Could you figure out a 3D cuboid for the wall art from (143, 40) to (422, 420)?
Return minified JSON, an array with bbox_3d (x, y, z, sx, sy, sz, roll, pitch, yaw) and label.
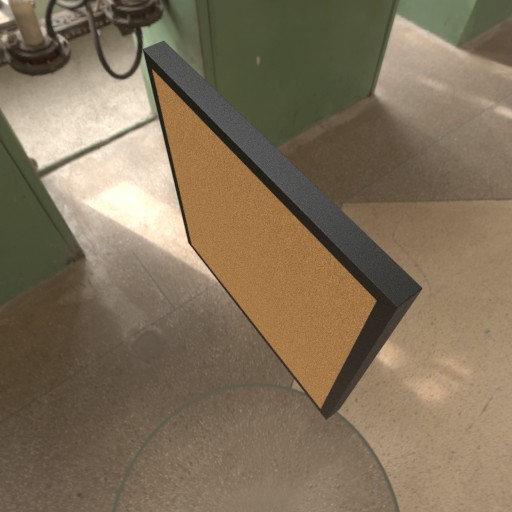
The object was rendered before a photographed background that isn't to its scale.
[{"bbox_3d":[0.000,0.000,0.753,0.036,0.508,0.508,-32,63,-18],"label":"wall art"}]
